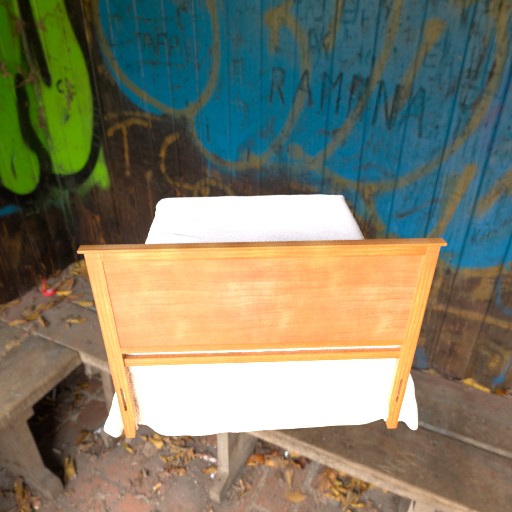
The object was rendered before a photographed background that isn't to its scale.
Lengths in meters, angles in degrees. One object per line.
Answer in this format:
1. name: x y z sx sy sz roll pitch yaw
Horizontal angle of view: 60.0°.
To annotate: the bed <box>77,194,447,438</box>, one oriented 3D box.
1. bed: 0.000 0.000 3.150 1.870 1.273 2.035 -1 31 -2
